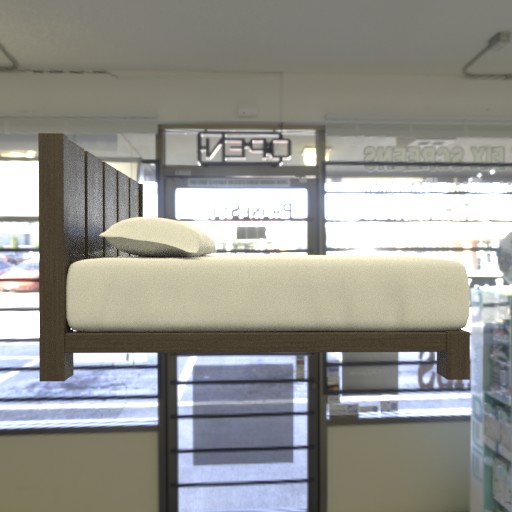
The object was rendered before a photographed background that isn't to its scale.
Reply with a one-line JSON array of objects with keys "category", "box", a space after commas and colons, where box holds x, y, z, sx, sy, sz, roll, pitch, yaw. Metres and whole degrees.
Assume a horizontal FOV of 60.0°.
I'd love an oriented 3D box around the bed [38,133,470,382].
[{"category": "bed", "box": [0.000, 0.000, 3.142, 2.242, 1.270, 1.727, 0, 1, -1]}]
